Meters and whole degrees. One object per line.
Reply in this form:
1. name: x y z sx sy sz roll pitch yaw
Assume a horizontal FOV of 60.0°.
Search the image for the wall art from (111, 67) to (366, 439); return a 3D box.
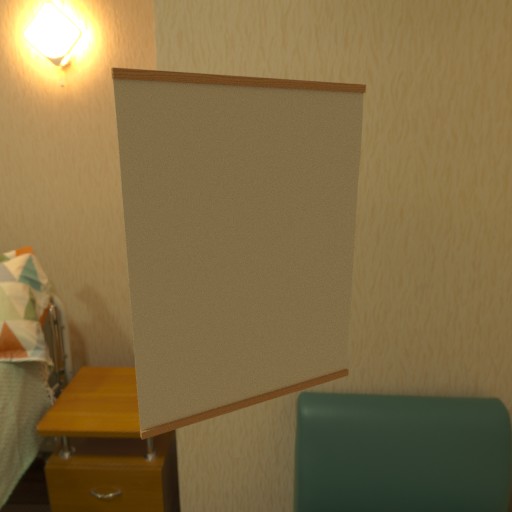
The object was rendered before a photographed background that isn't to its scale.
1. wall art: 0.000 0.000 0.806 0.458 0.605 0.011 -8 17 -27
